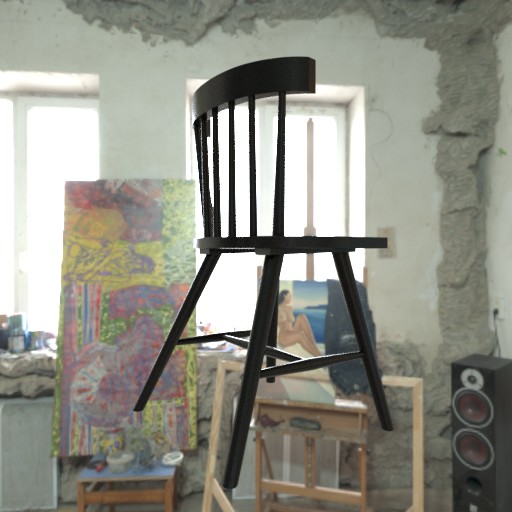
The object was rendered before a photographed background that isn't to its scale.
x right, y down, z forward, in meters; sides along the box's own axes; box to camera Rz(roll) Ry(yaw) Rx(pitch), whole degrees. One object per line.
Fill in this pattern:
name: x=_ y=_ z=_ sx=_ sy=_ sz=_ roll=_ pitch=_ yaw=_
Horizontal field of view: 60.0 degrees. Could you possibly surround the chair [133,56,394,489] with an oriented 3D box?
chair: x=0.000 y=0.000 z=1.142 sx=0.483 sy=0.844 sz=0.506 roll=0 pitch=1 yaw=-35
